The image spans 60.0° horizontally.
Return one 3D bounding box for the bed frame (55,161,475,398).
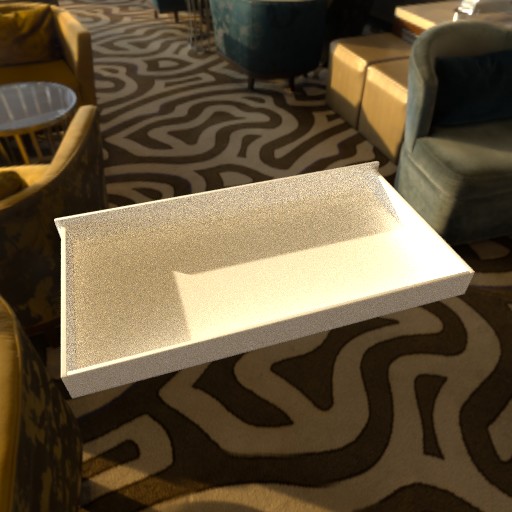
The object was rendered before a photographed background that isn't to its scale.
[{"bbox_3d":[0.000,0.000,1.545,1.300,0.141,0.670,-12,44,-13],"label":"bed frame"}]
